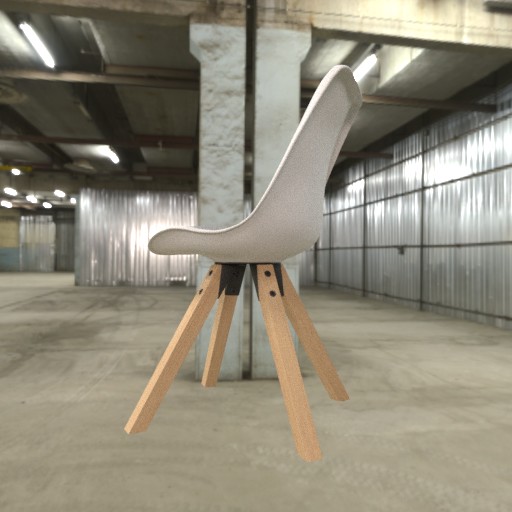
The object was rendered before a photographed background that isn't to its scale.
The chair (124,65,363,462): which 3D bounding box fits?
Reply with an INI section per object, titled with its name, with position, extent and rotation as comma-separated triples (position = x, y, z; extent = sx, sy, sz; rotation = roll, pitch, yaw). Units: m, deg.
[chair]
position = 0.000, 0.000, 1.181
extent = 0.550, 0.850, 0.485
rotation = 0, 0, 20
